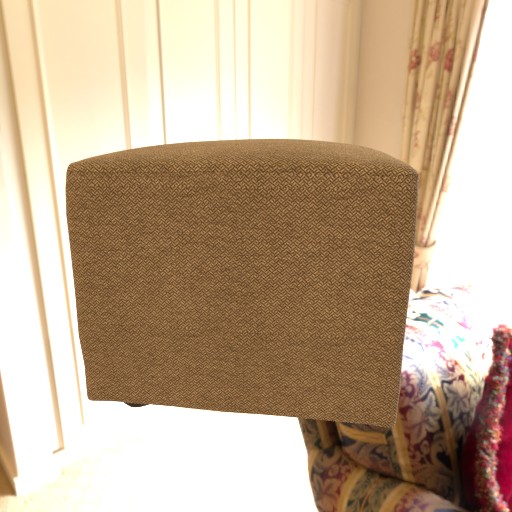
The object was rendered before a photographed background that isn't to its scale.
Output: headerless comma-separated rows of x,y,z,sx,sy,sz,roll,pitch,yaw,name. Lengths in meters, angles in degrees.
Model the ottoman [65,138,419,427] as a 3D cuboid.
0.000,0.000,0.893,0.512,0.453,0.519,2,16,8,ottoman
